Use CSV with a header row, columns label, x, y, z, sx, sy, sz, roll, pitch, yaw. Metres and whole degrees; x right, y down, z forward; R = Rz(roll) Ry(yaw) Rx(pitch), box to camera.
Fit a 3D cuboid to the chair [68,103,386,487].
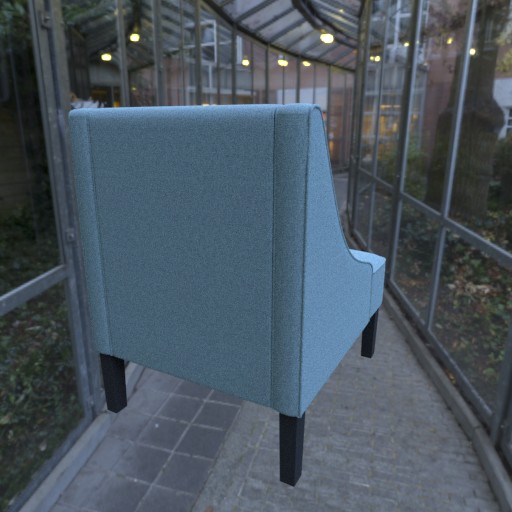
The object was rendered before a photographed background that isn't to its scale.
label,x,y,z,sx,sy,sz,roll,pitch,yaw
chair,0.000,0.000,1.815,0.857,1.133,1.025,9,19,28
